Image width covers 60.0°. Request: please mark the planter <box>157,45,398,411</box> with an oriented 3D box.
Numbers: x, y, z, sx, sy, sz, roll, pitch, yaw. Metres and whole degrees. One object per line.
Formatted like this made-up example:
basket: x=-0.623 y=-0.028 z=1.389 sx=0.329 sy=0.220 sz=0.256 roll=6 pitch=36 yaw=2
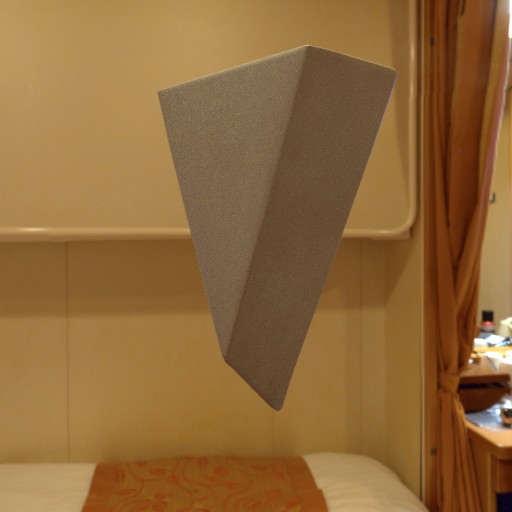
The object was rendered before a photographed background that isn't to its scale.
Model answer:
planter: x=0.000 y=0.000 z=0.260 sx=0.150 sy=0.197 sz=0.060 roll=1 pitch=1 yaw=36
